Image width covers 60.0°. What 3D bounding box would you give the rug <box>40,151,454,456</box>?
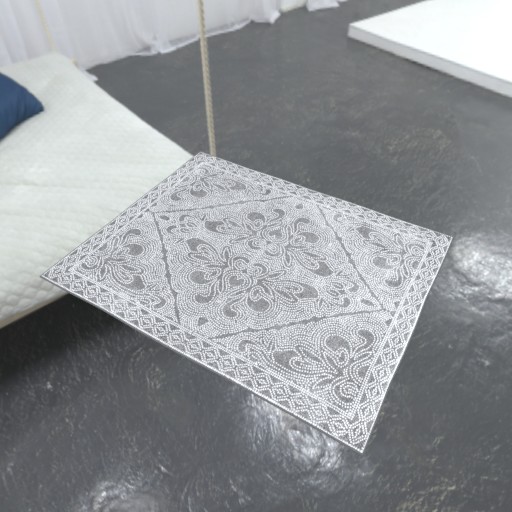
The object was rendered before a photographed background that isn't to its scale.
[{"bbox_3d":[0.000,0.000,4.109,3.048,0.012,2.438,23,49,22],"label":"rug"}]
